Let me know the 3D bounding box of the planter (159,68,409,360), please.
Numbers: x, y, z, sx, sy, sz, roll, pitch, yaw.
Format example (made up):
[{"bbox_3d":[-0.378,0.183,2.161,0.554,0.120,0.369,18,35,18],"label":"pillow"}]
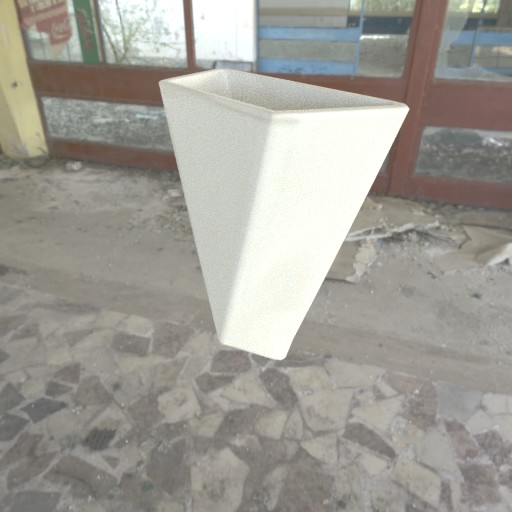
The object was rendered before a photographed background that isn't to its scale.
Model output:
[{"bbox_3d":[0.000,0.000,0.275,0.060,0.197,0.150,-20,36,-31],"label":"planter"}]
